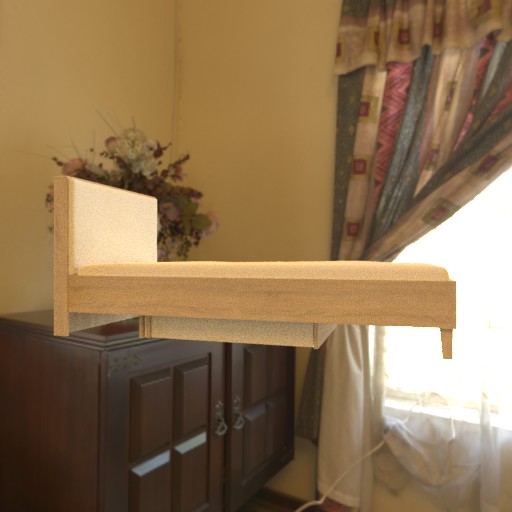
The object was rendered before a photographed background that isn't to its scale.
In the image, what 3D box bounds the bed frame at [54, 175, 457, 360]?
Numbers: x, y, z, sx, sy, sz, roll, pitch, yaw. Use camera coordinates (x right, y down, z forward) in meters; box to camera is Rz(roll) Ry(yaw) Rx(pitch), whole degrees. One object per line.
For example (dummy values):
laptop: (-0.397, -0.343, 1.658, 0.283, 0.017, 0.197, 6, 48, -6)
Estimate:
bed frame: (0.000, 0.000, 2.719, 2.140, 0.920, 0.990, 0, 0, 17)
